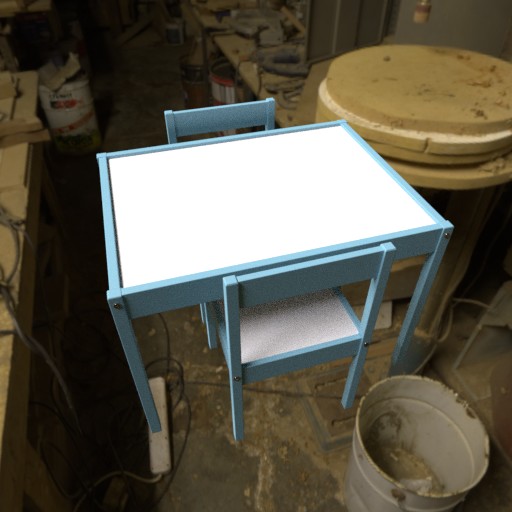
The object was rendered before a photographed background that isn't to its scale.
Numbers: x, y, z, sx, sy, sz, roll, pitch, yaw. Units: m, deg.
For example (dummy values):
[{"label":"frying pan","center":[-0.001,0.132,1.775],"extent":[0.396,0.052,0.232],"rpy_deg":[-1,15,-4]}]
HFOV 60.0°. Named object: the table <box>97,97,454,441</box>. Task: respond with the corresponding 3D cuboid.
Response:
[{"label":"table","center":[0.000,0.000,1.077],"extent":[0.639,0.503,0.633],"rpy_deg":[-12,43,-12]}]
